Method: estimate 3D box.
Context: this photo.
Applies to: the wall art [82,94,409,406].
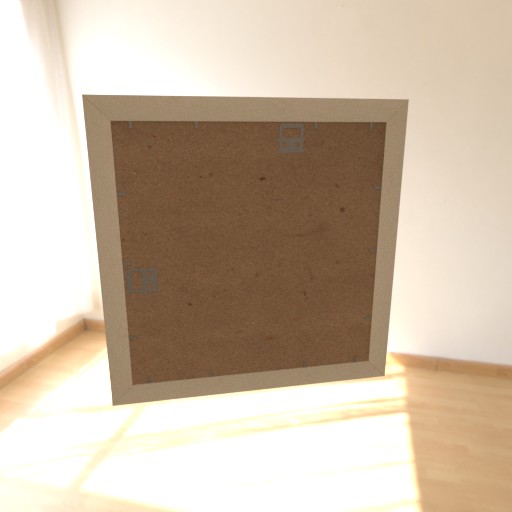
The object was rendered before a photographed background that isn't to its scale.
[{"bbox_3d":[0.000,0.000,0.867,0.584,0.584,0.013,-3,16,-11],"label":"wall art"}]
